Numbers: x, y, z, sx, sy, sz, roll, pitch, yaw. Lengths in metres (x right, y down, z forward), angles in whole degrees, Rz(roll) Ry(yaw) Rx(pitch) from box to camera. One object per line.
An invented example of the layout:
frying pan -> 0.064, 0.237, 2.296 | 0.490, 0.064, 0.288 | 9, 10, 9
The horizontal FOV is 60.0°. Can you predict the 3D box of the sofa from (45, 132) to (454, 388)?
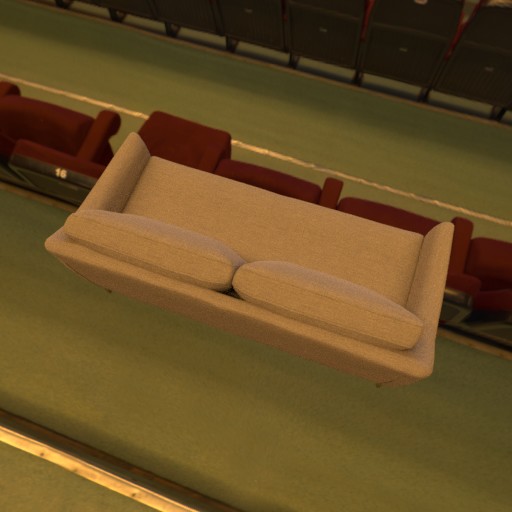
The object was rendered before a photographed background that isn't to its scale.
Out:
sofa -> 0.000, 0.000, 2.559 | 2.036, 0.913, 0.980 | 18, 64, 9
